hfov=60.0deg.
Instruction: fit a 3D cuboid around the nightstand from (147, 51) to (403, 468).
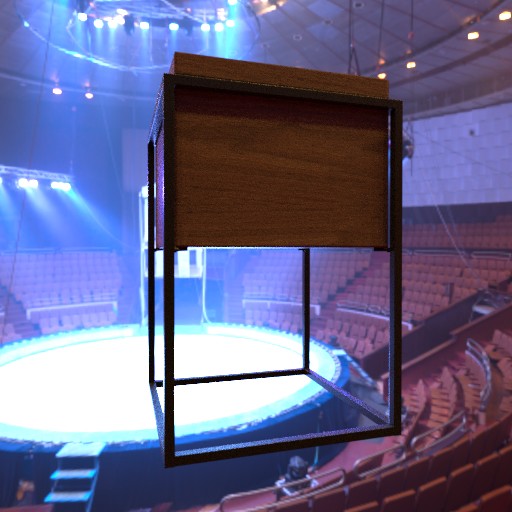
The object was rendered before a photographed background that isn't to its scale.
[{"bbox_3d":[0.000,0.000,0.882,0.397,0.607,0.397,0,1,-17],"label":"nightstand"}]
